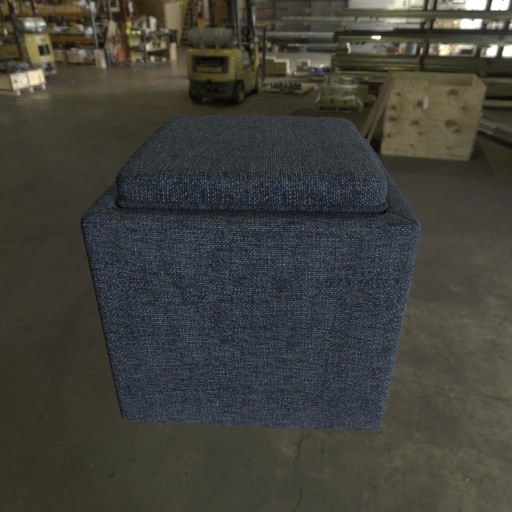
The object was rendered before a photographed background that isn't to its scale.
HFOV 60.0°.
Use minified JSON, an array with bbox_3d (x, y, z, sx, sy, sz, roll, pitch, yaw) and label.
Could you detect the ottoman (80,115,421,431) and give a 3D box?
[{"bbox_3d":[0.000,0.000,0.844,0.450,0.460,0.450,1,29,2],"label":"ottoman"}]
